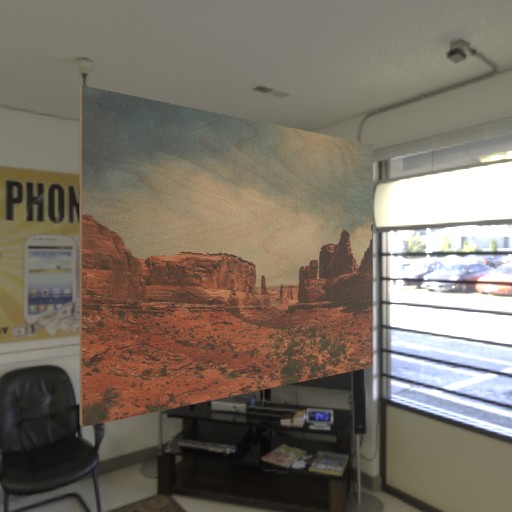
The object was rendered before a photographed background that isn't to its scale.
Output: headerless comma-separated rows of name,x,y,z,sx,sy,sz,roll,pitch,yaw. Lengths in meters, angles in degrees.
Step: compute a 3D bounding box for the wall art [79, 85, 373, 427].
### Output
wall art,0.000,0.000,0.674,0.508,0.406,0.013,0,0,-34
